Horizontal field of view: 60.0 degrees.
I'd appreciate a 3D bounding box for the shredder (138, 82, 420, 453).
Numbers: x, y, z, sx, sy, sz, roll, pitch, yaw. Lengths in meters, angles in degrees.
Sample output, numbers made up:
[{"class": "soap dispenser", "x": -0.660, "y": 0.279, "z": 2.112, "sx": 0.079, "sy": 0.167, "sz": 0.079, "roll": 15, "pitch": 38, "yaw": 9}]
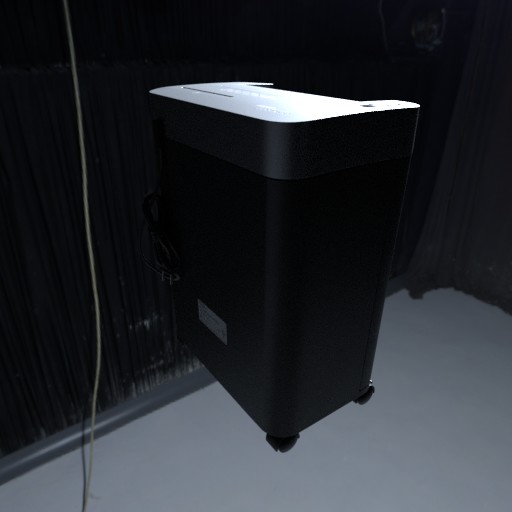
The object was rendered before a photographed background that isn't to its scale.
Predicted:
[{"class": "shredder", "x": 0.000, "y": 0.000, "z": 0.605, "sx": 0.237, "sy": 0.419, "sz": 0.311, "roll": -17, "pitch": 31, "yaw": -31}]
